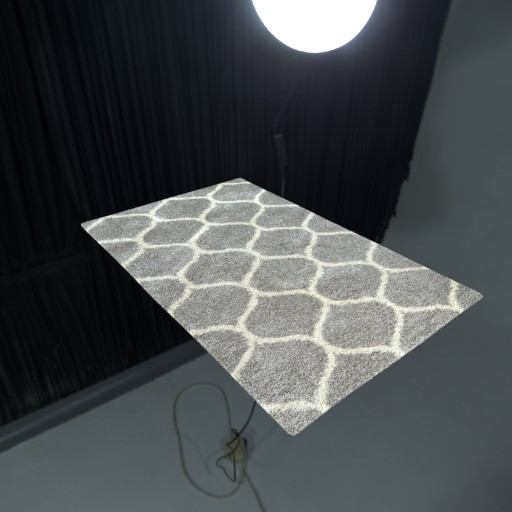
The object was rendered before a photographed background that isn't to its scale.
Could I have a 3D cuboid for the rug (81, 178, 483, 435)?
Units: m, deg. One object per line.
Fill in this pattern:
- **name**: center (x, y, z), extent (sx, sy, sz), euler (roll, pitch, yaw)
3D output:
- **rug**: center (0.000, 0.000, 2.942), extent (1.501, 0.025, 2.348), euler (-22, 38, -32)
